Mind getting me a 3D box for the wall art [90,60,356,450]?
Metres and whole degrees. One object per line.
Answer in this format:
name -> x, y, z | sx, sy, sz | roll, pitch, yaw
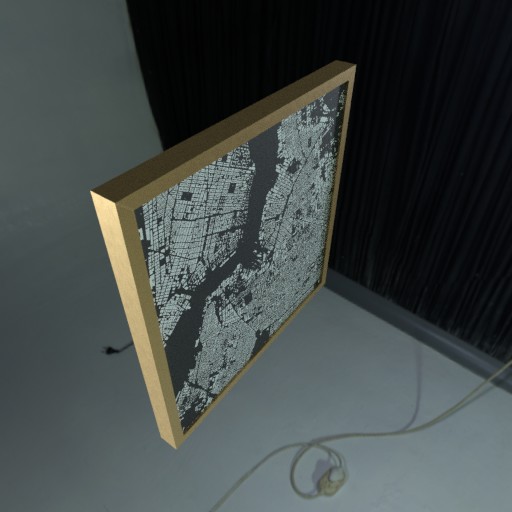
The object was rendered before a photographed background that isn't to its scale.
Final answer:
wall art -> 0.000, 0.000, 1.914 | 0.095, 1.284, 1.284 | 26, 47, 27
